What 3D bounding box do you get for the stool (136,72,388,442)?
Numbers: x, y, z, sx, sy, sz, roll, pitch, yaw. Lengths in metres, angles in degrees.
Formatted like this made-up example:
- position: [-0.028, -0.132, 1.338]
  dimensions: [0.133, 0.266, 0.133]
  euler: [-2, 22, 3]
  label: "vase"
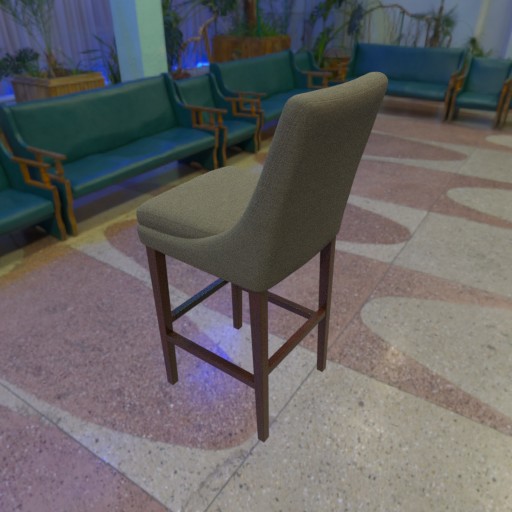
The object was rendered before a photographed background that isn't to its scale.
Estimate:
- position: [0.000, 0.000, 1.392]
  dimensions: [0.577, 1.078, 0.470]
  euler: [21, 37, 31]
  label: "stool"
